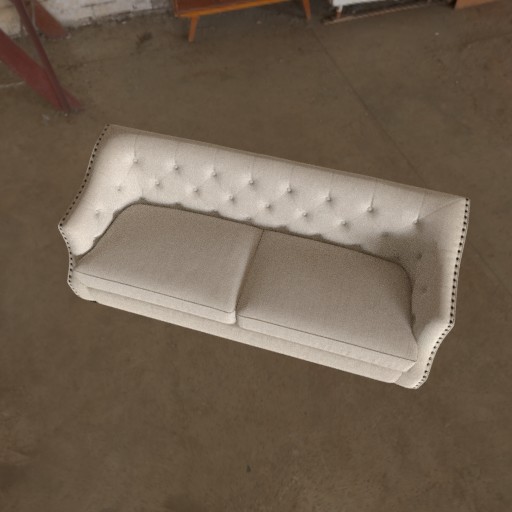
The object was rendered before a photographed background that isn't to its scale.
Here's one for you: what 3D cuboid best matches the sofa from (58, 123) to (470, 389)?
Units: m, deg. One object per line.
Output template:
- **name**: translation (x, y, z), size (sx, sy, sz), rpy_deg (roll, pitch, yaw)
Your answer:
- **sofa**: translation (0.000, 0.000, 2.739), size (2.235, 0.901, 0.914), rpy_deg (14, 58, 9)
